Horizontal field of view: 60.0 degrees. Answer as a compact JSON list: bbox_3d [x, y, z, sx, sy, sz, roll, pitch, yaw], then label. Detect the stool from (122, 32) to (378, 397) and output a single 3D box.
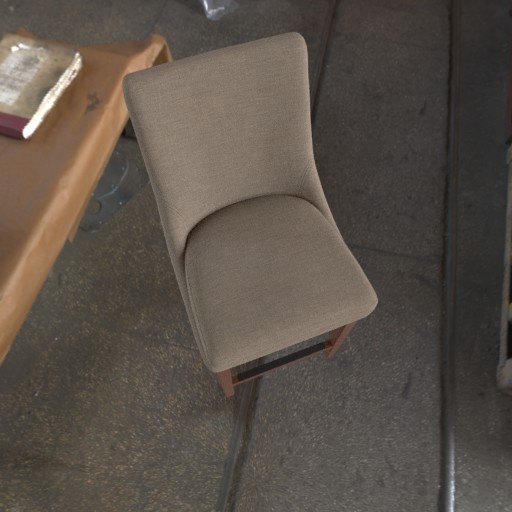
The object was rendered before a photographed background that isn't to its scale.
[{"bbox_3d":[0.000,0.000,1.278,0.470,0.981,0.577,-19,64,-9],"label":"stool"}]
